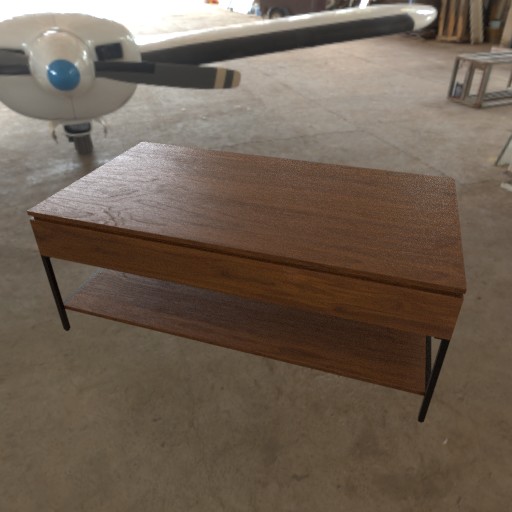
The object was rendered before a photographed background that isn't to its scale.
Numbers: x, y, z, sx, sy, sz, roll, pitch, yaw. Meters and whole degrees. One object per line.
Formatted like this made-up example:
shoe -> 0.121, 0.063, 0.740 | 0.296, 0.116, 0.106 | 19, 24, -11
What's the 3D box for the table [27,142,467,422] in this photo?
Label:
table -> 0.000, 0.000, 1.345 | 1.057, 0.414, 0.574 | 10, 34, 15
